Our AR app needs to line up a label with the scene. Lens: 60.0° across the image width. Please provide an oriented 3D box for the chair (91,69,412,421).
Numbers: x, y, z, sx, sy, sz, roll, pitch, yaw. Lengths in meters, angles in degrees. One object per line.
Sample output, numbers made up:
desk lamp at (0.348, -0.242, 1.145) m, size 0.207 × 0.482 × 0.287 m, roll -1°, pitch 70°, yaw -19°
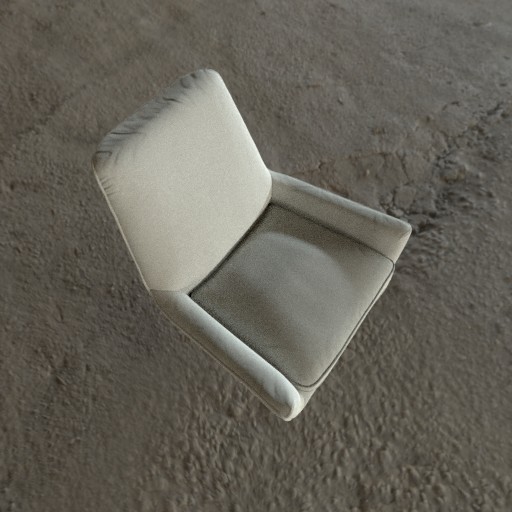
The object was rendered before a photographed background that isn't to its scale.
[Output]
chair at (0.000, 0.000, 1.505) m, size 0.822 × 0.888 × 0.787 m, roll 32°, pitch 64°, yaw 18°
